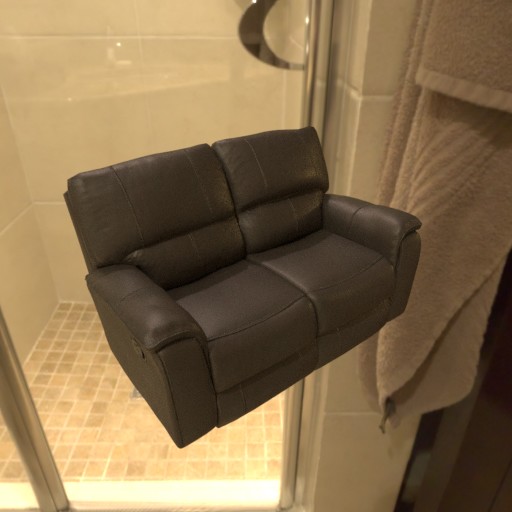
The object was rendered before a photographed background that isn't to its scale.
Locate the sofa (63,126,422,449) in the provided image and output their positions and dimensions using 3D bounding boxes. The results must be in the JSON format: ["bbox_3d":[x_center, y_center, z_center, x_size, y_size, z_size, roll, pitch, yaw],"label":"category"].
[{"bbox_3d":[0.000,0.000,2.481,1.765,1.111,1.104,-21,36,-32],"label":"sofa"}]
